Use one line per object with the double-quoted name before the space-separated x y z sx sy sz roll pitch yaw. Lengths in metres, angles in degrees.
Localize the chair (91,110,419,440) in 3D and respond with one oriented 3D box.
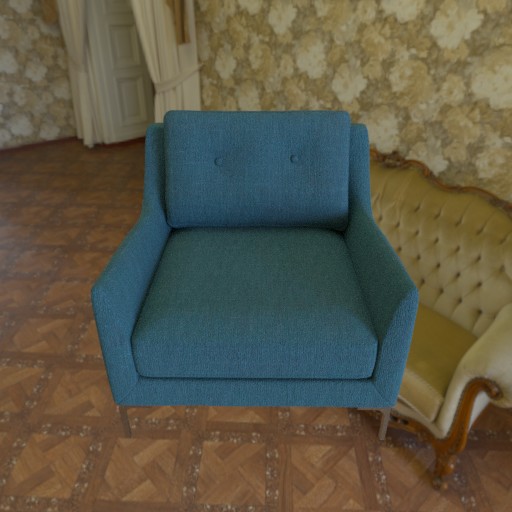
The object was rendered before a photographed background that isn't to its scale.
"chair" 0.000 0.000 1.499 0.847 0.828 0.849 0 30 1
